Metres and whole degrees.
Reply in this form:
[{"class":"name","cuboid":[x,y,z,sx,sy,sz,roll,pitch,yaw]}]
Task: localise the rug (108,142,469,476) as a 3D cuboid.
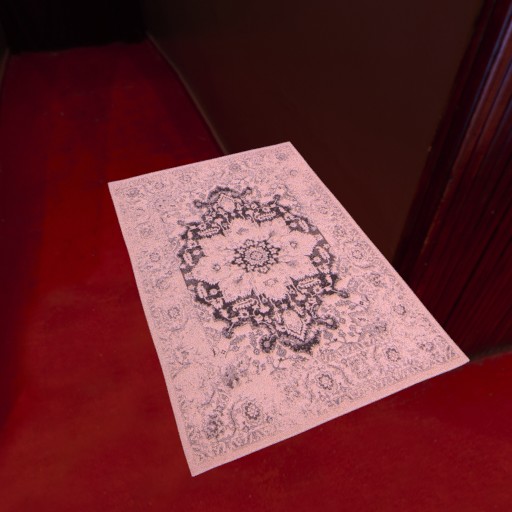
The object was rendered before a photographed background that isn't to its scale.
[{"class":"rug","cuboid":[0.000,0.000,2.292,1.223,0.008,1.813,-17,49,-15]}]
